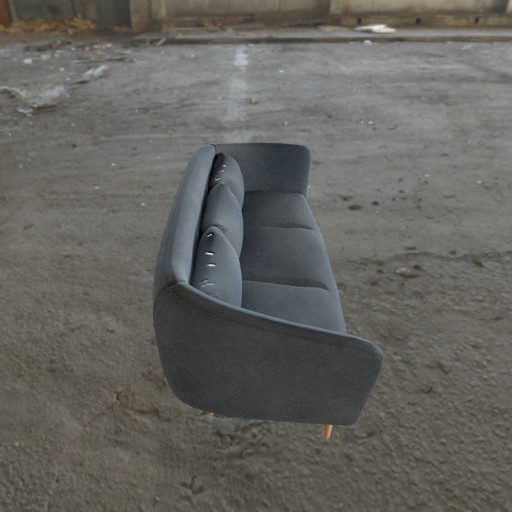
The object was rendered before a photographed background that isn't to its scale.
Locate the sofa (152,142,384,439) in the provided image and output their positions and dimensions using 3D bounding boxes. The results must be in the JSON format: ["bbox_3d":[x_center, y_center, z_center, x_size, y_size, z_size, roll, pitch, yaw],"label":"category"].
[{"bbox_3d":[0.000,0.000,2.462,0.849,0.795,2.095,0,32,-1],"label":"sofa"}]
